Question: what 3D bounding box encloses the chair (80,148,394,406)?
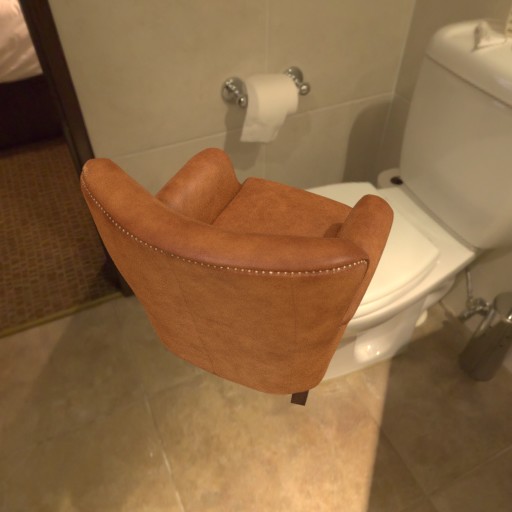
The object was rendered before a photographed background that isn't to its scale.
[{"bbox_3d":[0.000,0.000,1.636,0.861,0.936,0.921,21,50,19],"label":"chair"}]
